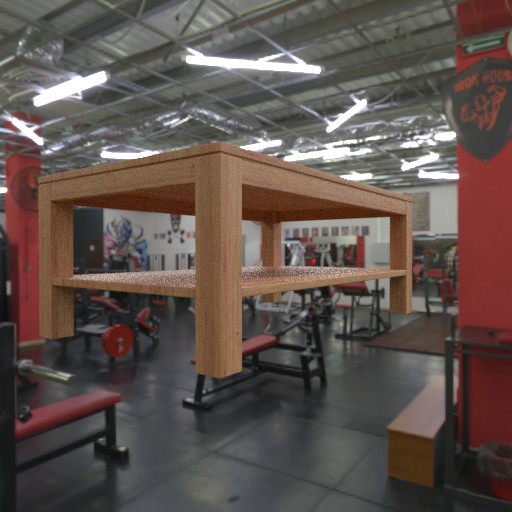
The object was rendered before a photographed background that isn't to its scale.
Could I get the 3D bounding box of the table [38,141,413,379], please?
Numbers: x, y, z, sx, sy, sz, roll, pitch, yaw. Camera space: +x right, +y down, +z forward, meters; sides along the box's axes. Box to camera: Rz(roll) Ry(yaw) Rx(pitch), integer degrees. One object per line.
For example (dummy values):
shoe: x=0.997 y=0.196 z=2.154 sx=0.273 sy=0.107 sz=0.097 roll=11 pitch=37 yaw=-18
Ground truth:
table: x=0.000 y=0.000 z=1.516 sx=0.695 sy=0.457 sz=1.146 roll=1 pitch=1 yaw=37
